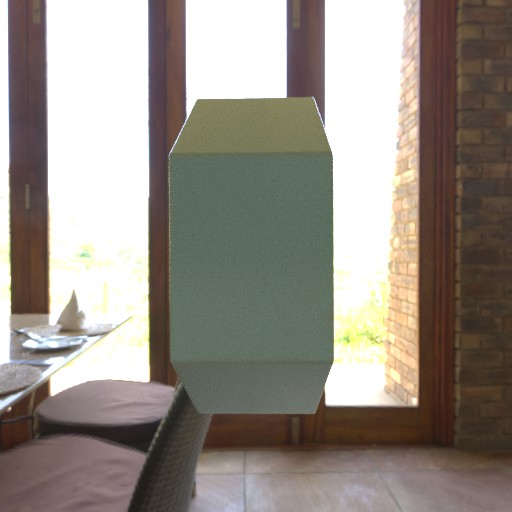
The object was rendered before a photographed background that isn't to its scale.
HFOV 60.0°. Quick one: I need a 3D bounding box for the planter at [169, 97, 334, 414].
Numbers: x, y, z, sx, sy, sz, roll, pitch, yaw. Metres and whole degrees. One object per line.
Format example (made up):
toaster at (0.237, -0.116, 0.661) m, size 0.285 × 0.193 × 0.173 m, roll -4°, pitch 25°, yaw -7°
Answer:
planter at (0.000, 0.000, 0.290) m, size 0.078 × 0.207 × 0.169 m, roll 0°, pitch 0°, yaw 1°
